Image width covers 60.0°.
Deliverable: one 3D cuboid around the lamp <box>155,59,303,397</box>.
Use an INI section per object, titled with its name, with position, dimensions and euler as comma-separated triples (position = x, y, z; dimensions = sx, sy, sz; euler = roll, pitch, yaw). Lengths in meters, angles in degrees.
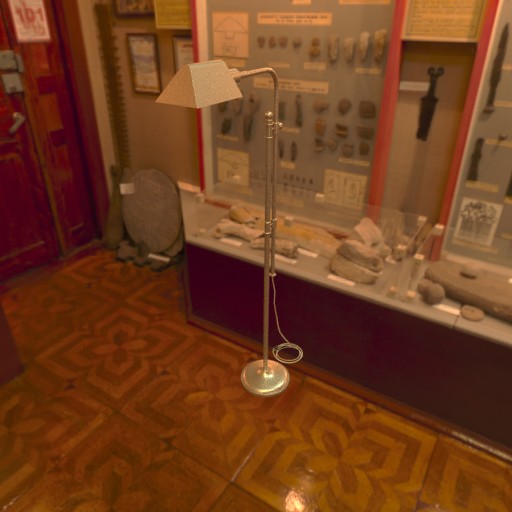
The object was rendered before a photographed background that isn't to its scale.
[lamp]
position = 0.000, 0.000, 1.891
dimensions = 0.256, 1.571, 0.813
euler = 19, 34, 29
